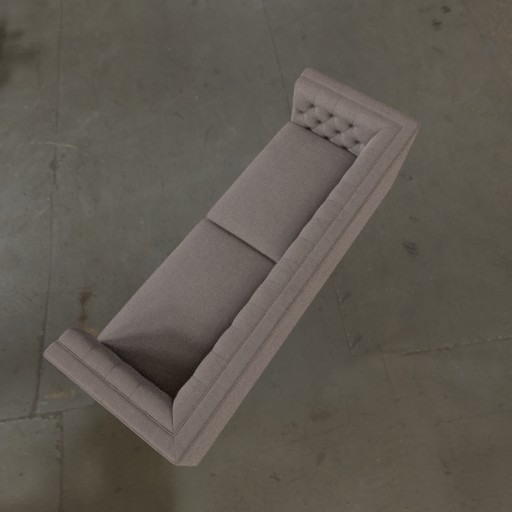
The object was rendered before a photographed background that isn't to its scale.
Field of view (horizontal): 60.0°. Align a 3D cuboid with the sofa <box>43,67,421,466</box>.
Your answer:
[{"bbox_3d":[0.000,0.000,2.558,0.775,0.762,2.159,33,69,15],"label":"sofa"}]
